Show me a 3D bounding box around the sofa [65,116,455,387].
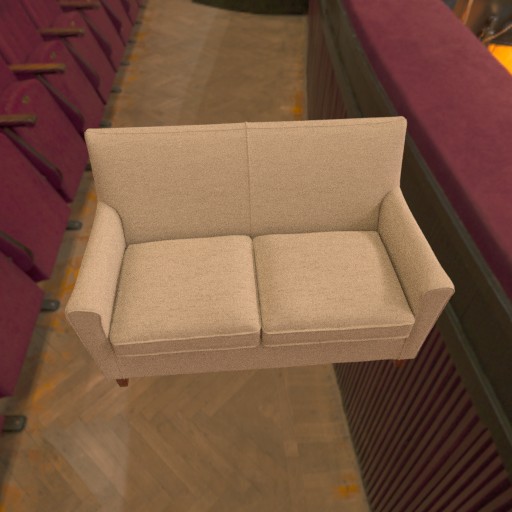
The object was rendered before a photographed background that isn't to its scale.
[{"bbox_3d":[0.000,0.000,2.048,1.482,0.892,0.891,-3,45,-3],"label":"sofa"}]
